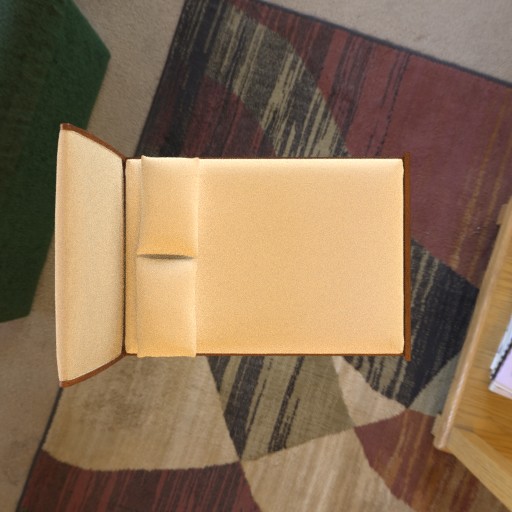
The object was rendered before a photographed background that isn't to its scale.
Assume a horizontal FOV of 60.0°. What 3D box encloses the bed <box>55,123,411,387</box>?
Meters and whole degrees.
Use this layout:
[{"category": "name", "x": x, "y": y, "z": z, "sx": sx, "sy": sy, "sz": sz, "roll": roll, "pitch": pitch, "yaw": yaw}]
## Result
[{"category": "bed", "x": 0.000, "y": 0.000, "z": 3.218, "sx": 2.380, "sy": 1.250, "sz": 1.612, "roll": 0, "pitch": 89, "yaw": 0}]
